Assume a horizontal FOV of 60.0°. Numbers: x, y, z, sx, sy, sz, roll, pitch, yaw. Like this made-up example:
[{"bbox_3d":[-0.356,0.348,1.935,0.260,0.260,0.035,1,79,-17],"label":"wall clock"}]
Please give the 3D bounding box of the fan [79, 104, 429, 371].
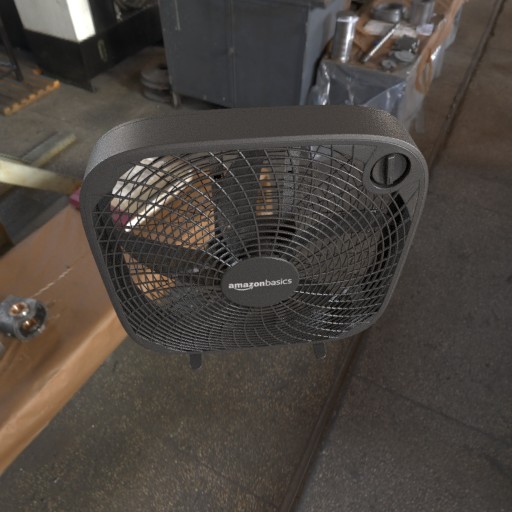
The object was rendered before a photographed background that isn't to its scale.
[{"bbox_3d":[0.000,0.000,0.796,0.526,0.533,0.142,-4,47,-4],"label":"fan"}]
